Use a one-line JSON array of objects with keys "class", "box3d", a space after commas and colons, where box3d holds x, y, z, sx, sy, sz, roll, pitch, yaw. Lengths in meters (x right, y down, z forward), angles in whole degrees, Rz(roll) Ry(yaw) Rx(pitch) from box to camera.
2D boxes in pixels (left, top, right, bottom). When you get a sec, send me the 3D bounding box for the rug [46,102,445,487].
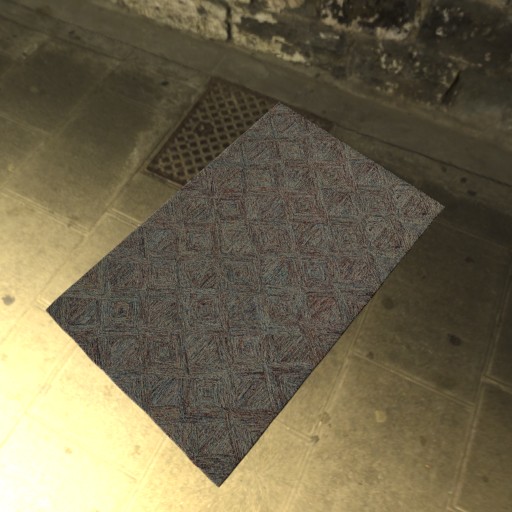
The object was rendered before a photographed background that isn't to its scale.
[{"class": "rug", "box3d": [0.000, 0.000, 2.221, 1.143, 0.014, 1.761, 38, 70, 17]}]
